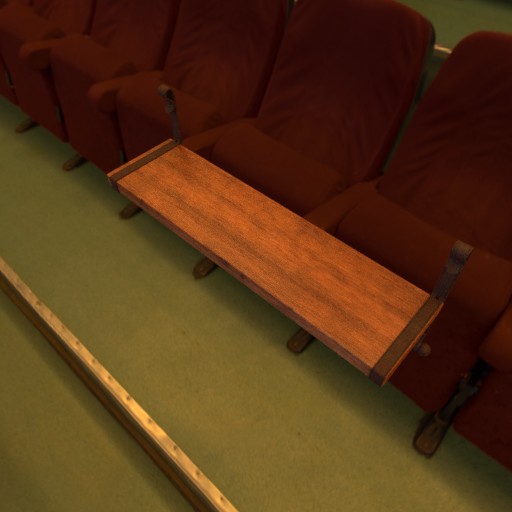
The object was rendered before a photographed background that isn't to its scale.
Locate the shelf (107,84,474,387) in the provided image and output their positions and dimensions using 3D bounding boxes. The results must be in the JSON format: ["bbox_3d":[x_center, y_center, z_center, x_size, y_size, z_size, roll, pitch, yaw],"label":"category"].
[{"bbox_3d":[0.000,0.000,0.700,0.567,0.330,0.146,35,58,26],"label":"shelf"}]
